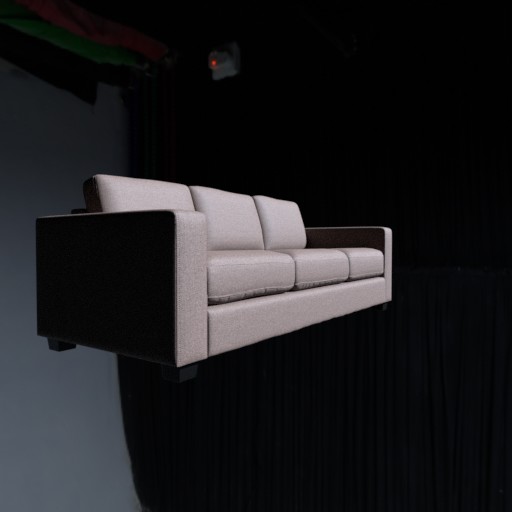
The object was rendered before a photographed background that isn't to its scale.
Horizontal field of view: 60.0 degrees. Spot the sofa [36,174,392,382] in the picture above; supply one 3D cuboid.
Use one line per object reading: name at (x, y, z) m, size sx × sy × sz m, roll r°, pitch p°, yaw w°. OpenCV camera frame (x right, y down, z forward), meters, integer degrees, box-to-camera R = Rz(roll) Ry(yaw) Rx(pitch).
sofa at (0.000, 0.000, 2.579) m, size 0.900 × 0.806 × 2.160 m, roll 1°, pitch 2°, yaw 35°
